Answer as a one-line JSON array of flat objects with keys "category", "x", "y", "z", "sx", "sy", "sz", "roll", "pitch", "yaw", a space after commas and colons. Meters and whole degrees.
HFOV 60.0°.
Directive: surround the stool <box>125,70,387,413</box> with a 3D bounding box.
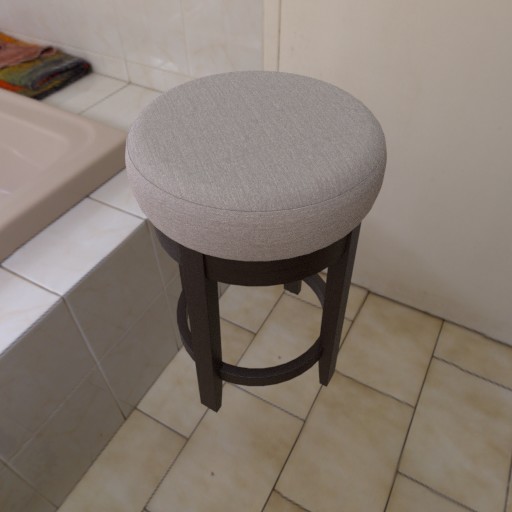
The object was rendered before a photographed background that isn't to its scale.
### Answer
[{"category": "stool", "x": 0.000, "y": 0.000, "z": 0.961, "sx": 0.443, "sy": 0.672, "sz": 0.443, "roll": 0, "pitch": 46, "yaw": 0}]
